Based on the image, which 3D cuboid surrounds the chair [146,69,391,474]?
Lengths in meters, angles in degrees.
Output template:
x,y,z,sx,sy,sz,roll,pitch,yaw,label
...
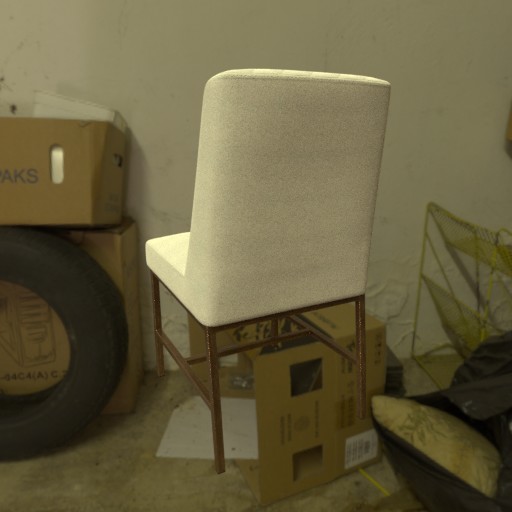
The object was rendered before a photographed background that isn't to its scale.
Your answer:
x,y,z,sx,sy,sz,roll,pitch,yaw,label
0.000,0.000,1.281,0.503,0.933,0.597,-8,18,-27,chair
